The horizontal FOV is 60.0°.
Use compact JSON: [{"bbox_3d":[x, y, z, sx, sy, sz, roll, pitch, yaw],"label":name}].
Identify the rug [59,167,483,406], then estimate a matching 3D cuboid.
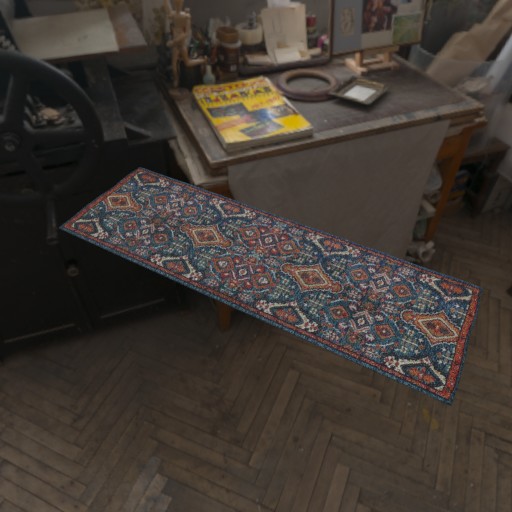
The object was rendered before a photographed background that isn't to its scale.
[{"bbox_3d":[0.000,0.000,2.644,2.459,0.010,0.801,22,49,21],"label":"rug"}]
